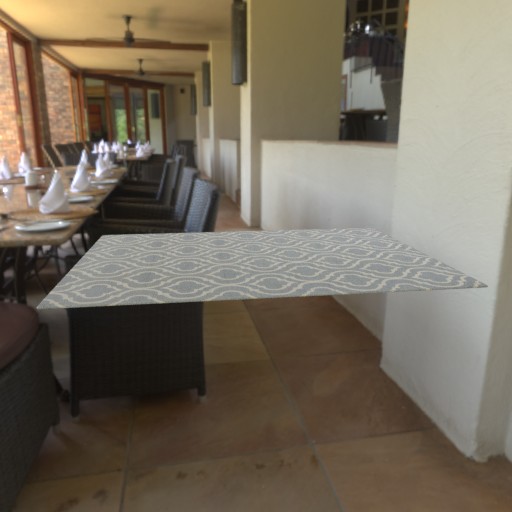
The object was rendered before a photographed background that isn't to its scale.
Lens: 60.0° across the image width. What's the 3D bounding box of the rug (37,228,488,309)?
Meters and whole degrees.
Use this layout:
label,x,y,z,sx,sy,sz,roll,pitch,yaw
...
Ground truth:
label,x,y,z,sx,sy,sz,roll,pitch,yaw
rug,0.000,0.000,2.708,2.080,0.010,1.451,-2,15,-8
